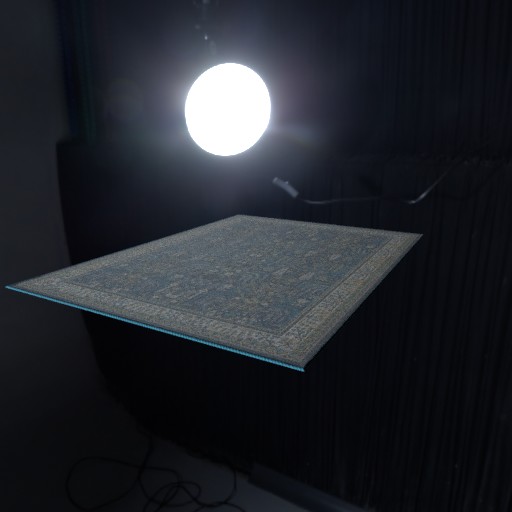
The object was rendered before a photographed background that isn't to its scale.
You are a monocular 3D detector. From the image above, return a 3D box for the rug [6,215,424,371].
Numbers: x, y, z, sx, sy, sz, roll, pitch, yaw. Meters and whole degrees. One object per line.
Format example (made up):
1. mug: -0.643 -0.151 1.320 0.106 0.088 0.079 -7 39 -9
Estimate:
1. rug: 0.000 0.000 3.785 2.226 0.015 3.044 9 18 28
